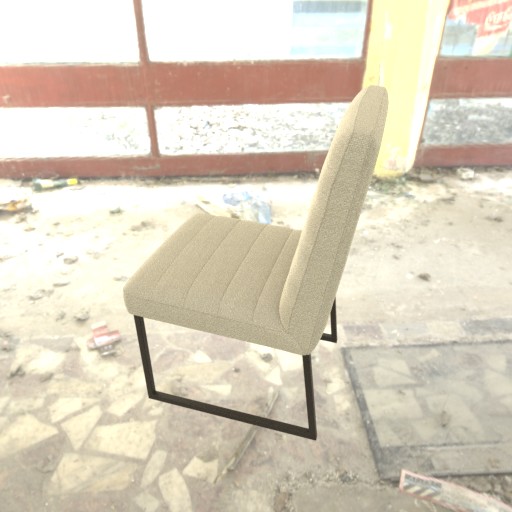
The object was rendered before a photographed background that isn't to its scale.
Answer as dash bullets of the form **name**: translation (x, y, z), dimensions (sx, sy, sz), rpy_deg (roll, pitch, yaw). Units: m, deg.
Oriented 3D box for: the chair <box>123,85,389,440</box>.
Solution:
- **chair**: translation (0.000, 0.000, 1.331), dimensions (0.634, 0.930, 0.520), rpy_deg (9, 32, 14)
